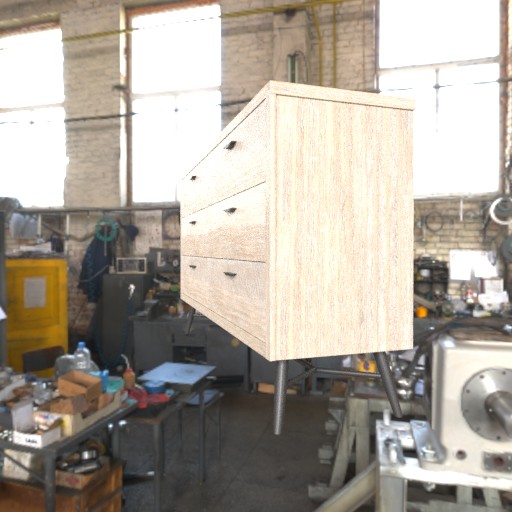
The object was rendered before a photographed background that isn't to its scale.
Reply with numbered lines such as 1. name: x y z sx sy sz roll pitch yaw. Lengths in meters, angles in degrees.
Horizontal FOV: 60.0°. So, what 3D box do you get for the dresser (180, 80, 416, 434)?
1. dresser: 0.000 0.000 1.919 0.457 0.914 1.524 0 1 -18
